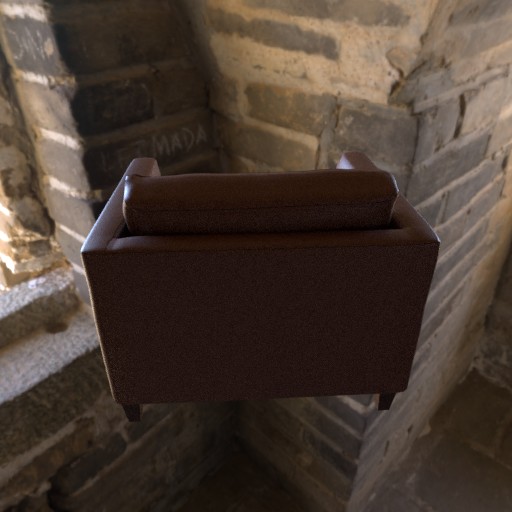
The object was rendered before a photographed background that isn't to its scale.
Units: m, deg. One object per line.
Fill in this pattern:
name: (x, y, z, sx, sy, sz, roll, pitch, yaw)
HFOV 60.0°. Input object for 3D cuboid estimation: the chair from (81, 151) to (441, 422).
chair: (0.000, 0.000, 1.850, 1.107, 0.917, 0.959, -2, 30, -3)
